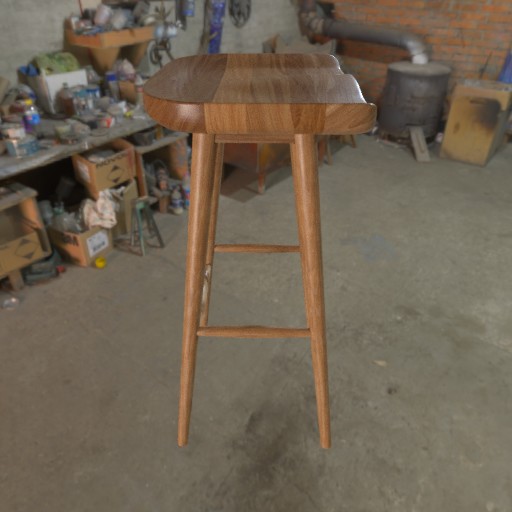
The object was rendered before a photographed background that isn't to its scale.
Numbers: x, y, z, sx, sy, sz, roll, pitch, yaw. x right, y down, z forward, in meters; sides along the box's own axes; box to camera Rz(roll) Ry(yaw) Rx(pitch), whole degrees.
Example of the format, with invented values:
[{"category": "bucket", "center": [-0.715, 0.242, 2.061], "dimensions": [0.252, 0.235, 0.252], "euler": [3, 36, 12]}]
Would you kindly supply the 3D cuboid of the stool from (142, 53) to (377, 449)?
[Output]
[{"category": "stool", "center": [0.000, 0.000, 0.898], "dimensions": [0.322, 0.698, 0.407], "euler": [1, 32, 1]}]
